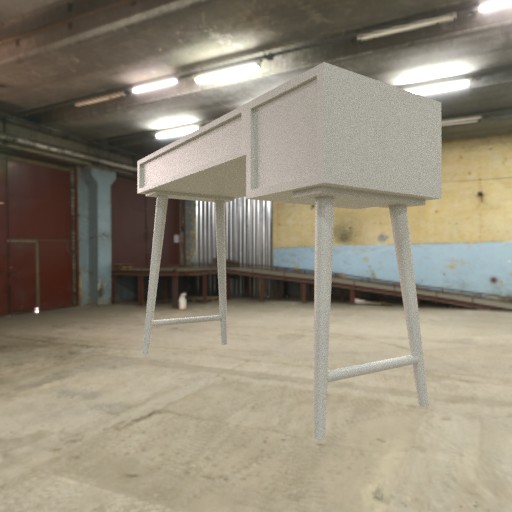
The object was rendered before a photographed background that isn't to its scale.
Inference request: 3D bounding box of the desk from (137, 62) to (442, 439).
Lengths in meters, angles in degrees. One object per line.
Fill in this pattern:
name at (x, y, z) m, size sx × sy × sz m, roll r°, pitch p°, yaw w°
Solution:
desk at (0.000, 0.000, 1.434) m, size 0.409 × 0.761 × 1.069 m, roll 0°, pitch -1°, yaw -35°
